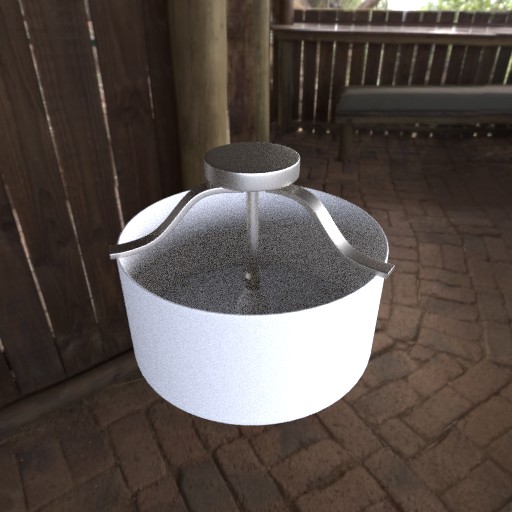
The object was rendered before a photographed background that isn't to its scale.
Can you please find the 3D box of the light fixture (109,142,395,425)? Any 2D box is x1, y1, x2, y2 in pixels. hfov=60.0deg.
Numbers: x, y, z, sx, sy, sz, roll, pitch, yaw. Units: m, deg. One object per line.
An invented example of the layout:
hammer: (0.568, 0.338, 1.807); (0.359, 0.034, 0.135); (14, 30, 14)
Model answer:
light fixture: (0.000, 0.000, 0.658); (0.395, 0.304, 0.395); (0, 31, 0)
